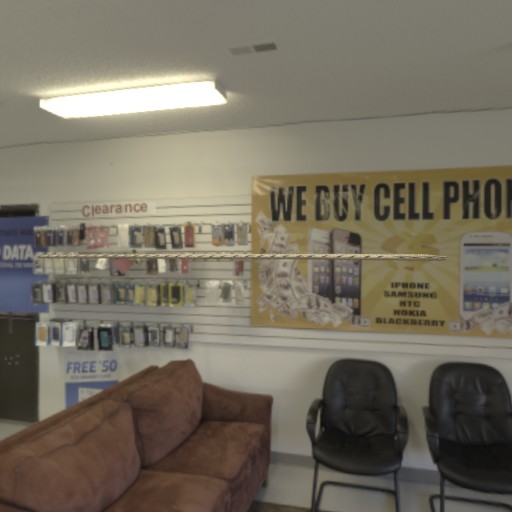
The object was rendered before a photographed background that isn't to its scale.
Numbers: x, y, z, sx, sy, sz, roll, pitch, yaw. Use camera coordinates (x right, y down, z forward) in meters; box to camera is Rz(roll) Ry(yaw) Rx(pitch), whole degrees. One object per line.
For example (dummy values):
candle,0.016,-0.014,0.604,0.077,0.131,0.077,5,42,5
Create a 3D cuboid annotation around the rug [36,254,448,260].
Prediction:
rug,0.000,0.000,2.438,1.842,0.019,1.237,0,1,18
